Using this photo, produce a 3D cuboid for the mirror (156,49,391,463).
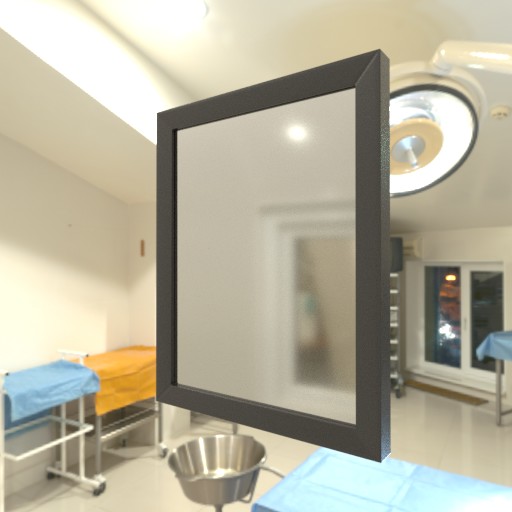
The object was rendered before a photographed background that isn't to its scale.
[{"bbox_3d":[0.000,0.000,0.677,0.405,0.508,0.041,0,-1,36],"label":"mirror"}]
